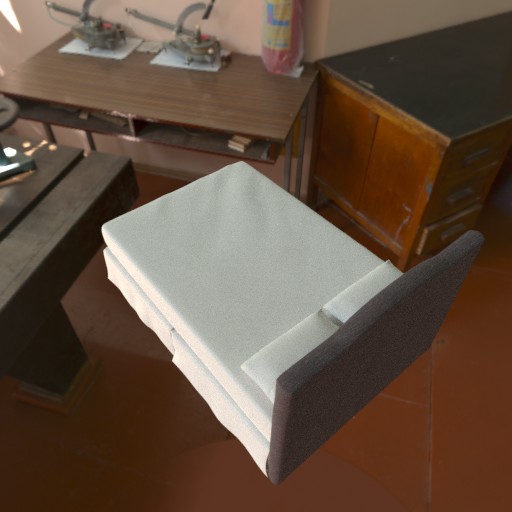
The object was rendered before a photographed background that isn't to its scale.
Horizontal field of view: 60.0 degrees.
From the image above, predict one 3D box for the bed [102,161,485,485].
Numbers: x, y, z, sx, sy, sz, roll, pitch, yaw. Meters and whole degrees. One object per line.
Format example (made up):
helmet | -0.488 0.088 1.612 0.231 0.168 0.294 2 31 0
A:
bed | 0.000 0.000 3.526 1.741 1.441 2.507 -30 53 -26
